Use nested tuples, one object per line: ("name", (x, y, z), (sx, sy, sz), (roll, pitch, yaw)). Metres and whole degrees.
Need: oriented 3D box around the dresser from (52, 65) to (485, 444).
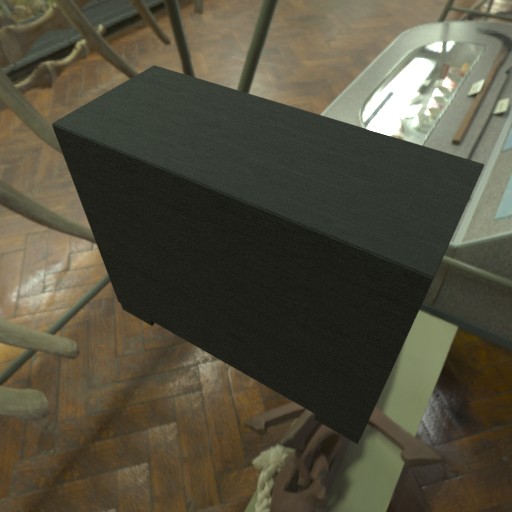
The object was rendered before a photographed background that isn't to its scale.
("dresser", (0.000, 0.000, 1.384), (0.994, 0.816, 0.404), (24, 52, 21))
